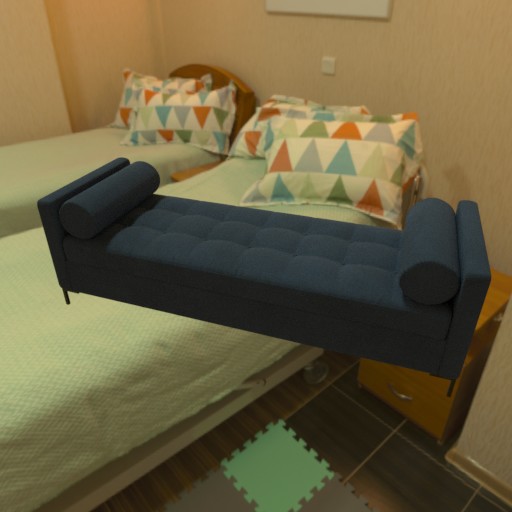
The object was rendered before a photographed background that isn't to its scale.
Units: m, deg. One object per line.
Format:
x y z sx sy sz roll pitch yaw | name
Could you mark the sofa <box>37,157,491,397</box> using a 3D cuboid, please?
0.000 0.000 2.246 1.981 0.635 0.686 10 32 16 | sofa
